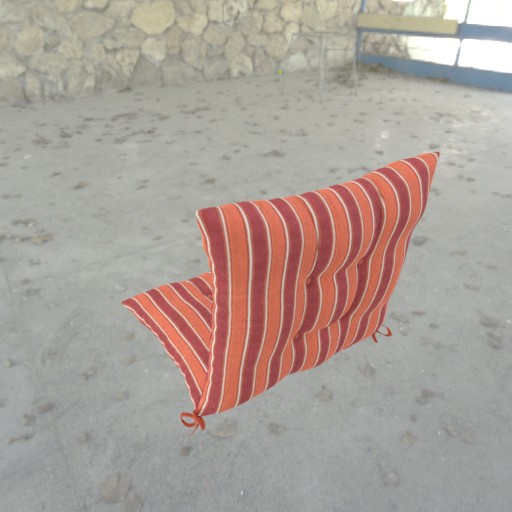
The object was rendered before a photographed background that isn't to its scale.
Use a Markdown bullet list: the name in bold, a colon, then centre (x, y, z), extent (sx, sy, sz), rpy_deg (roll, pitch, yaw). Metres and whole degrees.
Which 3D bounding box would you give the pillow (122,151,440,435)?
- **pillow**: centre (0.000, 0.000, 1.015), extent (0.541, 0.536, 0.585), rpy_deg (-18, 35, -28)
